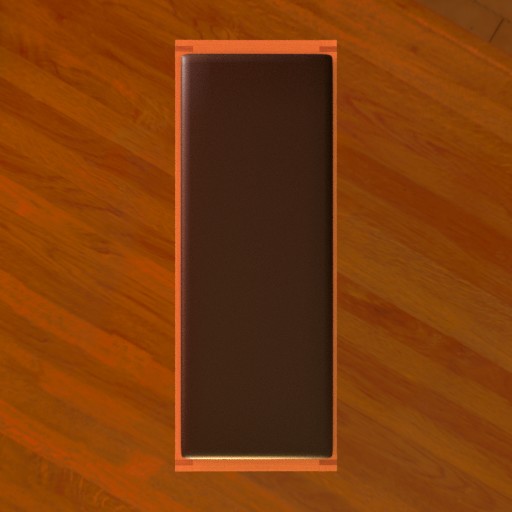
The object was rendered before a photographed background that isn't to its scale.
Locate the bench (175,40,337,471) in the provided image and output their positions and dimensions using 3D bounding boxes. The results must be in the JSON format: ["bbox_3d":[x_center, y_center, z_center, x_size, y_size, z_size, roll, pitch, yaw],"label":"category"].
[{"bbox_3d":[0.000,0.000,1.398,0.450,0.430,1.202,0,90,0],"label":"bench"}]
